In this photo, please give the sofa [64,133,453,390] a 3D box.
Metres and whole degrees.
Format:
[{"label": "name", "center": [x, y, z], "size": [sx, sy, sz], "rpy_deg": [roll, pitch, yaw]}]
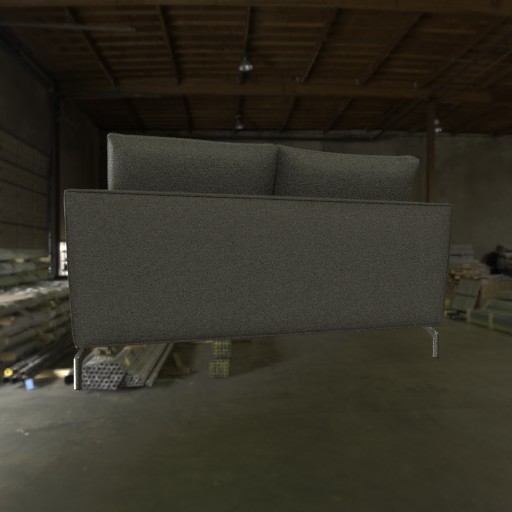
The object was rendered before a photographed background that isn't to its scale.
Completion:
[{"label": "sofa", "center": [0.000, 0.000, 2.085], "size": [1.594, 0.924, 0.803], "rpy_deg": [0, 1, -18]}]
